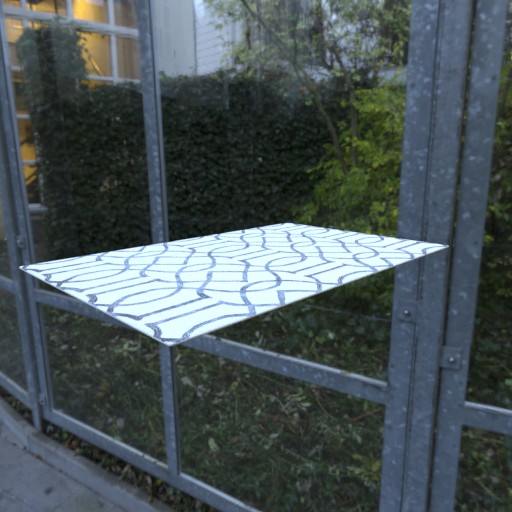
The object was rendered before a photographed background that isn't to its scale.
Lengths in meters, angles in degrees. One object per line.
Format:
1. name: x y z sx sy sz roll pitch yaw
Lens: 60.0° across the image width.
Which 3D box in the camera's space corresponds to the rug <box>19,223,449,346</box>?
1. rug: 0.000 0.000 2.853 1.521 0.017 2.365 13 18 43
